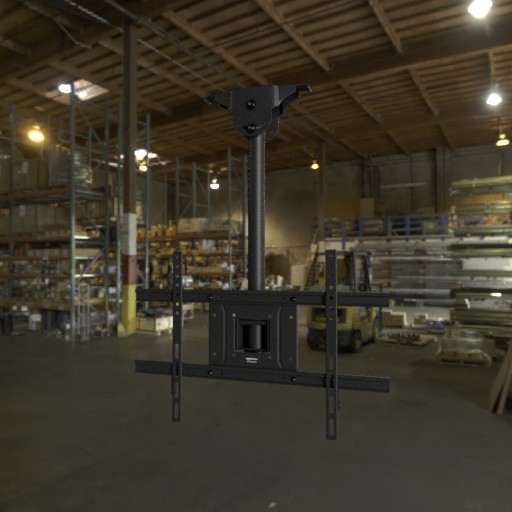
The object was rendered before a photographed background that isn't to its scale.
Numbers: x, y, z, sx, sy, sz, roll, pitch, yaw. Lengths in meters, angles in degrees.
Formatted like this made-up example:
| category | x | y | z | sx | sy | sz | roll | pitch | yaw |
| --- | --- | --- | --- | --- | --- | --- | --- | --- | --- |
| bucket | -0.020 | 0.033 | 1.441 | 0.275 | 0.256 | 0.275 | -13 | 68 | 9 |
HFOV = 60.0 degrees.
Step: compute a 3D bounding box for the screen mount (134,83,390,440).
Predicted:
| category | x | y | z | sx | sy | sz | roll | pitch | yaw |
| --- | --- | --- | --- | --- | --- | --- | --- | --- | --- |
| screen mount | 0.000 | 0.000 | 1.035 | 0.595 | 0.775 | 0.090 | -1 | -2 | 18 |
